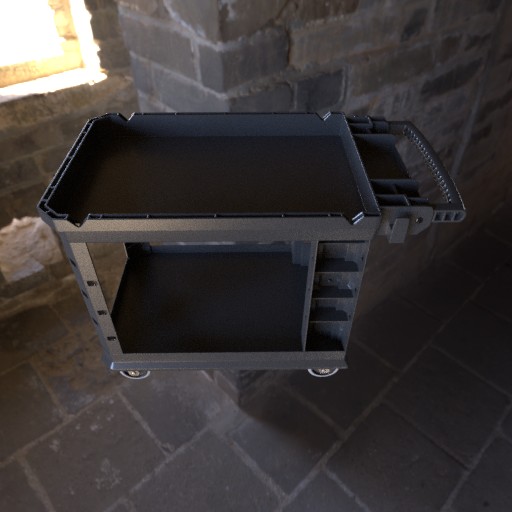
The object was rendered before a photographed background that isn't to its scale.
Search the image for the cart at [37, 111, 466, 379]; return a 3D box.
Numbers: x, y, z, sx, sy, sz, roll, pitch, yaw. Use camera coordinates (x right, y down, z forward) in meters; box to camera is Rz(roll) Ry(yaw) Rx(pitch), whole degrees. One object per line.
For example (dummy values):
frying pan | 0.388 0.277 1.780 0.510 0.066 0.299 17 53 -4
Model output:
cart | 0.000 0.000 1.748 1.239 0.884 0.674 -1 42 -1
